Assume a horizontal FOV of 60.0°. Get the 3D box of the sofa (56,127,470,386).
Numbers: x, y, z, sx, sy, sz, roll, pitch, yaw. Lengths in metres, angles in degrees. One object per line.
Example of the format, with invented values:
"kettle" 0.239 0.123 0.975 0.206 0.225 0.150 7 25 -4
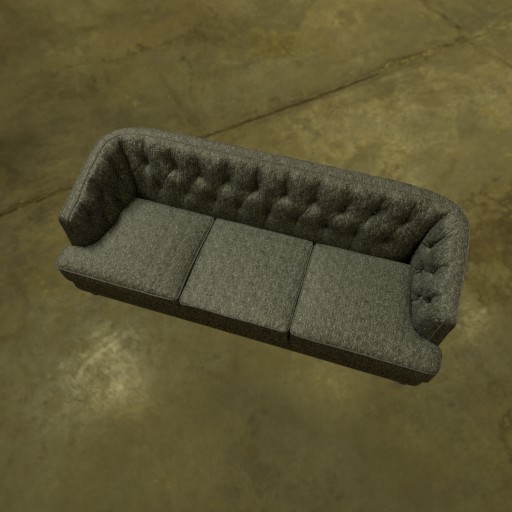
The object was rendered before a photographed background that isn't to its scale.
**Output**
"sofa" 0.000 0.000 2.733 2.278 0.855 0.941 14 58 9
